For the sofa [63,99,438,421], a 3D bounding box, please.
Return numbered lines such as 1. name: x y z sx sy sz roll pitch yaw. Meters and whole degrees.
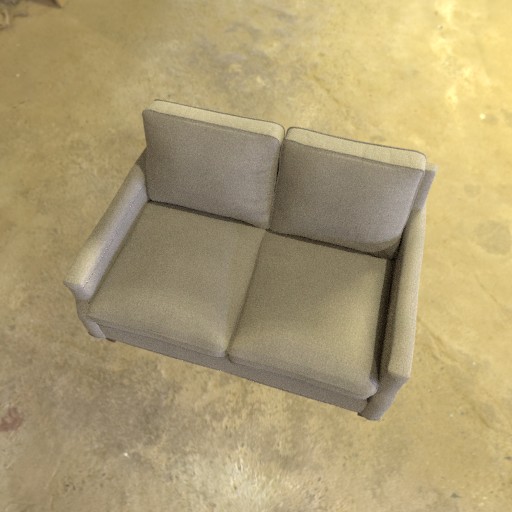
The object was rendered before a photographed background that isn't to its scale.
1. sofa: 0.000 0.000 2.255 1.597 1.003 1.084 14 59 9
